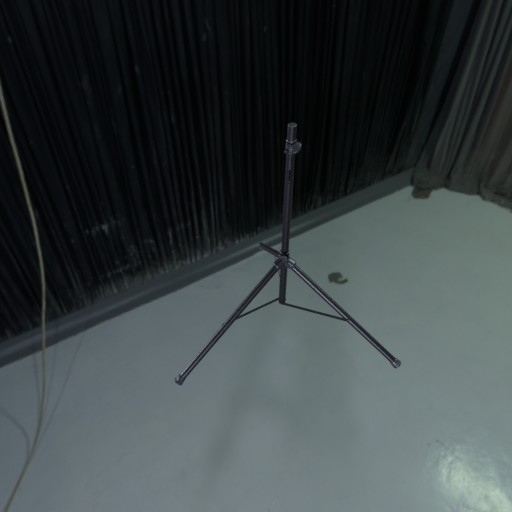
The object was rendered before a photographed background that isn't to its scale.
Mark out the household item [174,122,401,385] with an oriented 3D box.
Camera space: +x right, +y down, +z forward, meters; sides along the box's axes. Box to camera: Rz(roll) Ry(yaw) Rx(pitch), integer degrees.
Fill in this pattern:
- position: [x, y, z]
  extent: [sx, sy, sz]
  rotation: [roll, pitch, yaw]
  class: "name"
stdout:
- position: [0.000, 0.000, 2.717]
  extent: [1.339, 1.595, 1.596]
  rotation: [-26, 48, -25]
  class: "household item"
